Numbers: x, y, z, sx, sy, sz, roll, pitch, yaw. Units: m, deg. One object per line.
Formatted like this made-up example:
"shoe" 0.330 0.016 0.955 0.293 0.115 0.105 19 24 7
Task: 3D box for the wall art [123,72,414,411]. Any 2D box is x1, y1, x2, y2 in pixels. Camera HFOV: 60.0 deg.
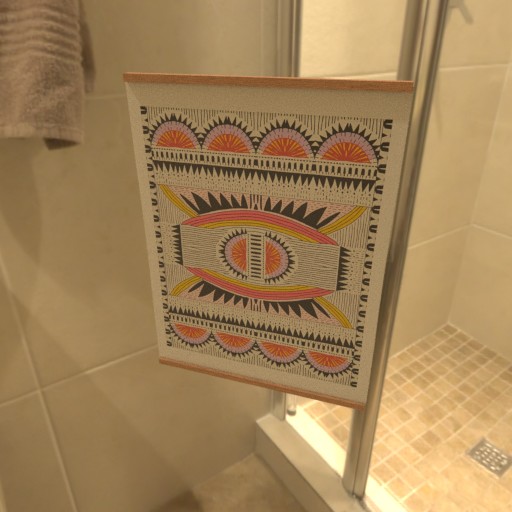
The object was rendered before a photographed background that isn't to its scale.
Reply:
"wall art" 0.000 0.000 1.350 0.765 1.016 0.028 8 28 16
